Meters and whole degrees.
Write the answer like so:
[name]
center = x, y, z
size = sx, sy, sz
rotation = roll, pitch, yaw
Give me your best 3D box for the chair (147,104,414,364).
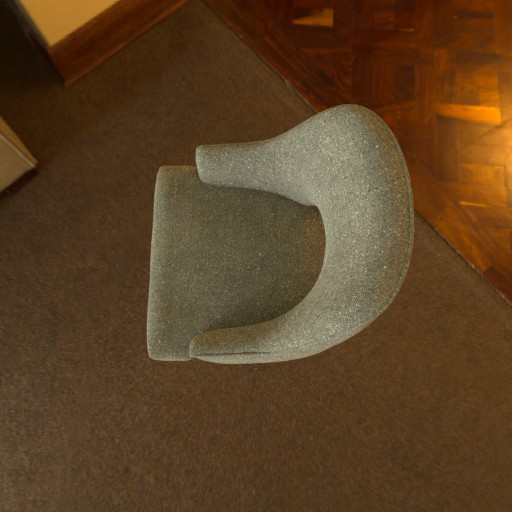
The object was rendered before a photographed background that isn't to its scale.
[chair]
center = 0.000, 0.000, 1.286
size = 0.629, 0.875, 0.608
rotation = 0, 76, 0
